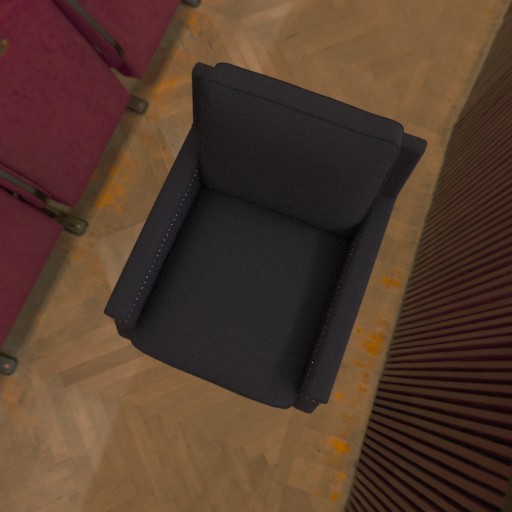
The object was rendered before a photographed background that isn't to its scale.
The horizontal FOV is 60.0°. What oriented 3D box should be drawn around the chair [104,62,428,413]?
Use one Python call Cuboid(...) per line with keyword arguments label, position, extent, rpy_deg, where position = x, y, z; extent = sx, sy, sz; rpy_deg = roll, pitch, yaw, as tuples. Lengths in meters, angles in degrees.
Cuboid(label="chair", position=(0.000, 0.000, 1.717), extent=(0.853, 0.943, 1.014), rpy_deg=(21, 76, 5))
